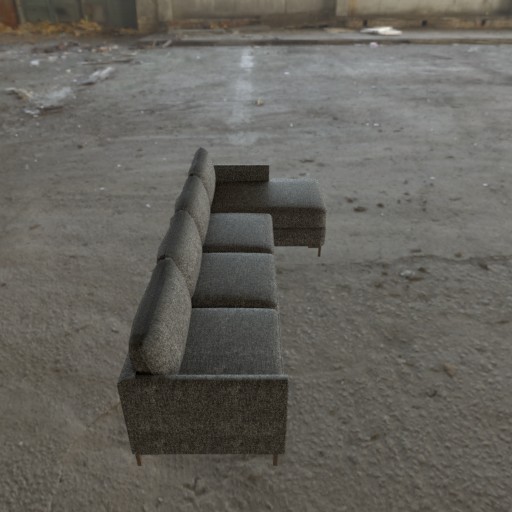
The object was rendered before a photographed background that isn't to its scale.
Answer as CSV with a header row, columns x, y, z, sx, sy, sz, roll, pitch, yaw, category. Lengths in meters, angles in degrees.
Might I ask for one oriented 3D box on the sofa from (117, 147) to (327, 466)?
x,y,z,sx,sy,sz,roll,pitch,yaw,category
0.000,0.000,3.905,1.488,0.970,3.384,0,32,0,sofa
